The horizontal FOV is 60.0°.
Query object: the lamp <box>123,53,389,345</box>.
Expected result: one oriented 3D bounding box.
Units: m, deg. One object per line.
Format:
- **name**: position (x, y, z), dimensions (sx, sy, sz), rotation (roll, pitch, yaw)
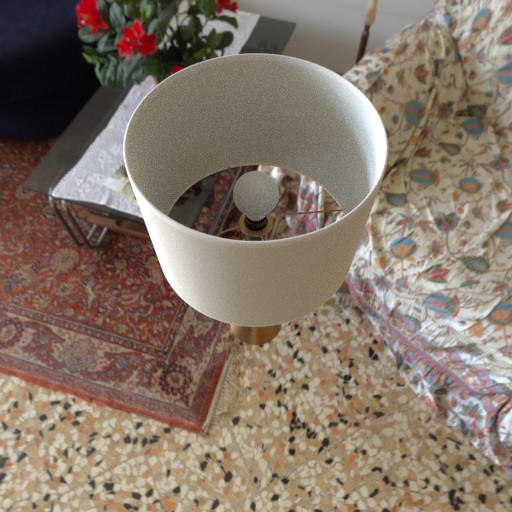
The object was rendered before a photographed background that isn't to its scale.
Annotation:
- **lamp**: position (0.000, 0.000, 0.656), dimensions (0.268, 0.479, 0.268), rotation (-16, 60, -10)
